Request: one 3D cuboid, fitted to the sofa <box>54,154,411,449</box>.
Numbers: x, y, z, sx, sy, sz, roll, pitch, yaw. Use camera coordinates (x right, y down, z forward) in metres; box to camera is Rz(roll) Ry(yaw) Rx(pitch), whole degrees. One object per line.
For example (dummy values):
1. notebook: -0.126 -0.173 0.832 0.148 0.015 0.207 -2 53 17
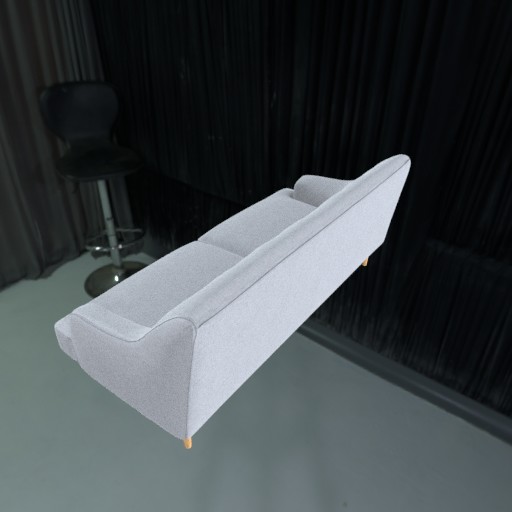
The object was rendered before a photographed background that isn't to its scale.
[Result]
1. sofa: 0.000 0.000 2.560 0.978 0.871 2.057 22 38 30
